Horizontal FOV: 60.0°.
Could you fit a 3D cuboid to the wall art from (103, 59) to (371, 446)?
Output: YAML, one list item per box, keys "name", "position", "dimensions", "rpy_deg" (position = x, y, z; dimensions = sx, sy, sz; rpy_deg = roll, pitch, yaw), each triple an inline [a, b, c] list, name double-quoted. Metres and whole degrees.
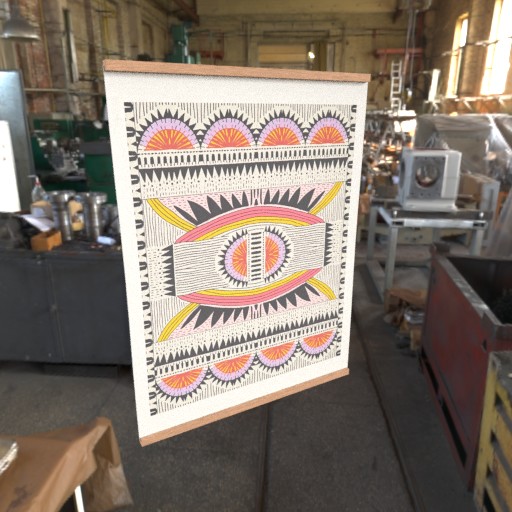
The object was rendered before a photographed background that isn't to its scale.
- name: "wall art"
  position: [0.000, 0.000, 1.297]
  dimensions: [0.765, 1.016, 0.028]
  rpy_deg: [-10, 20, -28]
